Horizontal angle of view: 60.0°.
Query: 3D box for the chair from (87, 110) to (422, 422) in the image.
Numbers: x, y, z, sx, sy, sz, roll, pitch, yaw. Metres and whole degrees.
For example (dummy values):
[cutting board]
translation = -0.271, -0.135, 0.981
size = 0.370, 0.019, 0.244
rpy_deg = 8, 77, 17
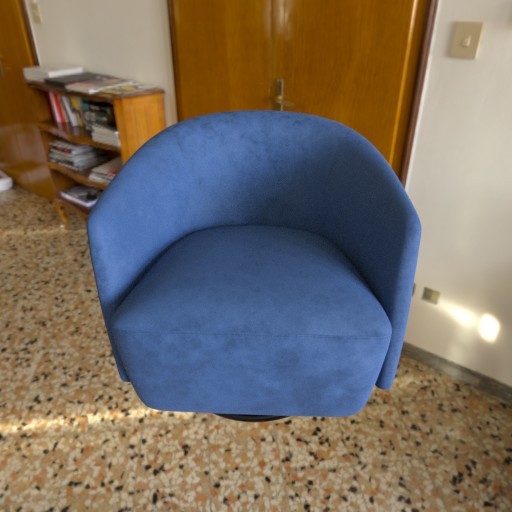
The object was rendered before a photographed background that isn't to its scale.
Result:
[chair]
translation = 0.000, 0.000, 1.320
size = 0.773, 0.698, 0.767
rpy_deg = 1, 30, 2
